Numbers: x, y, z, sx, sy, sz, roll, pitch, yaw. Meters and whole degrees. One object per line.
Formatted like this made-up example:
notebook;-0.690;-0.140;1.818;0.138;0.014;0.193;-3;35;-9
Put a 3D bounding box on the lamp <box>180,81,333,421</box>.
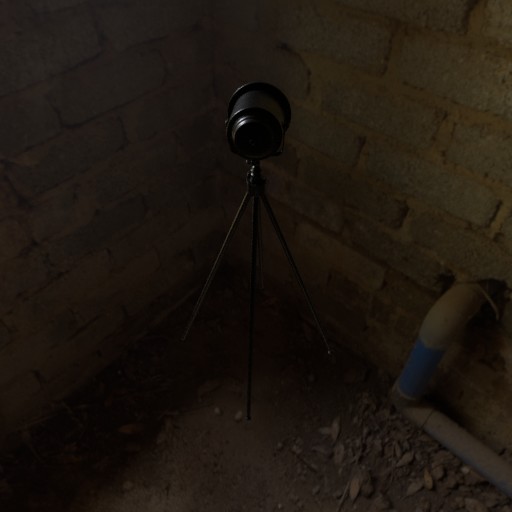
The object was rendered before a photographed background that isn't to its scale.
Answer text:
lamp;0.000;0.000;2.011;0.879;1.504;0.884;4;46;4
